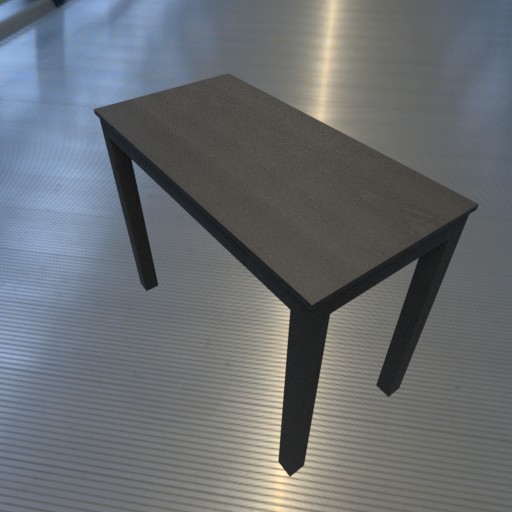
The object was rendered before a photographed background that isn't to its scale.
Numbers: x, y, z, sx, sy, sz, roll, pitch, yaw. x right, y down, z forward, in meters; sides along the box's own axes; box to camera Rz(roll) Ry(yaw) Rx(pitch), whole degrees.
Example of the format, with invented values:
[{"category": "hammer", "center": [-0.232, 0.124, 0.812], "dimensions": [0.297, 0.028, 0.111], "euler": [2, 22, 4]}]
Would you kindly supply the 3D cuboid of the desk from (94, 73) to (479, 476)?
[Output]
[{"category": "desk", "center": [0.000, 0.000, 1.426], "dimensions": [0.499, 0.762, 0.991], "euler": [-27, 49, -26]}]
